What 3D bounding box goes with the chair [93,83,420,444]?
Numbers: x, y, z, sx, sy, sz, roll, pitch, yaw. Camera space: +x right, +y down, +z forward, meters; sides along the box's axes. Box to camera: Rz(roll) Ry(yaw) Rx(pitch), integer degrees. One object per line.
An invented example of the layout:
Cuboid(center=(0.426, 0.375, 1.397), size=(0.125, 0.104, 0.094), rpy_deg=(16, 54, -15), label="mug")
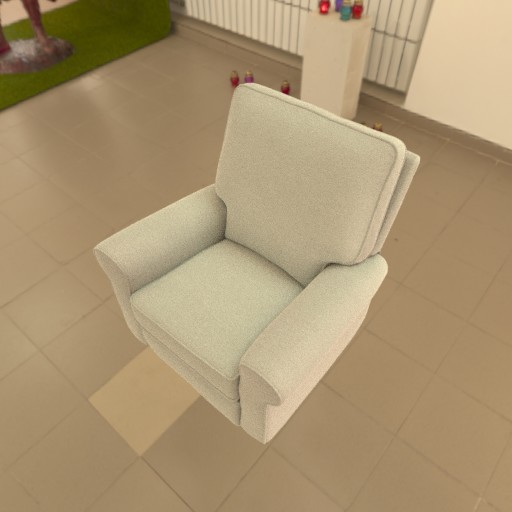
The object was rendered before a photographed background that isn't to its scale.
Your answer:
Cuboid(center=(0.000, 0.000, 1.691), size=(0.890, 0.960, 0.878), rpy_deg=(32, 56, 25), label="chair")
